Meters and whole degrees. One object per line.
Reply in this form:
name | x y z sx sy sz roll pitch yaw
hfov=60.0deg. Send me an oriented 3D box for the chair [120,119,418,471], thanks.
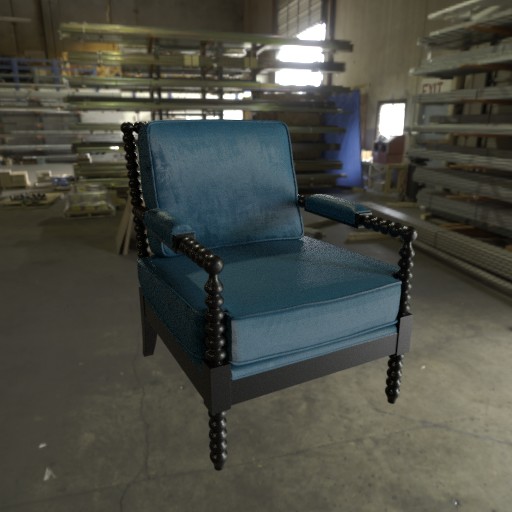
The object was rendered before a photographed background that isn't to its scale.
chair | 0.000 0.000 1.445 0.688 0.857 0.805 -9 19 -27
